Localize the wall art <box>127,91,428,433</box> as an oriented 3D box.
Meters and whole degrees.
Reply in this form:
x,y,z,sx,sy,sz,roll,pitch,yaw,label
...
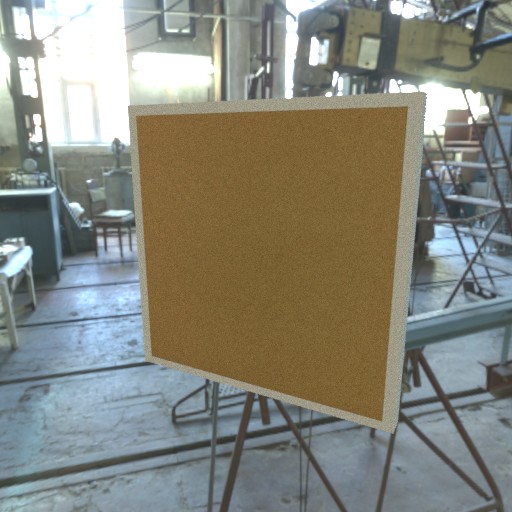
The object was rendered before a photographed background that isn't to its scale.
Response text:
x,y,z,sx,sy,sz,roll,pitch,yaw,label
0.000,0.000,0.764,0.508,0.507,0.035,8,16,27,wall art
